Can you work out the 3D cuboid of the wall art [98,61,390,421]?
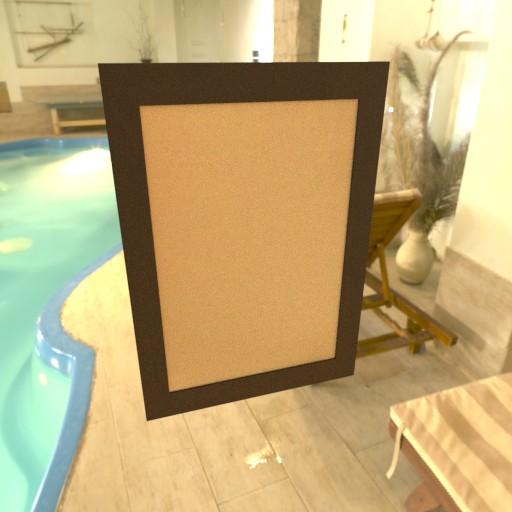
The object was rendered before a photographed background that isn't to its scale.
[{"bbox_3d":[0.000,0.000,0.634,0.359,0.508,0.013,-8,26,-16],"label":"wall art"}]
